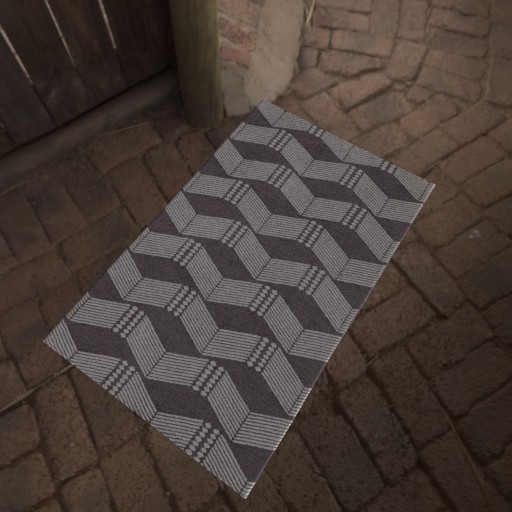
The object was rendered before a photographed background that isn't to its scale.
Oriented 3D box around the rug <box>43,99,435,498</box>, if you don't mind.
[{"bbox_3d":[0.000,0.000,2.979,1.517,0.011,2.435,31,68,15],"label":"rug"}]
